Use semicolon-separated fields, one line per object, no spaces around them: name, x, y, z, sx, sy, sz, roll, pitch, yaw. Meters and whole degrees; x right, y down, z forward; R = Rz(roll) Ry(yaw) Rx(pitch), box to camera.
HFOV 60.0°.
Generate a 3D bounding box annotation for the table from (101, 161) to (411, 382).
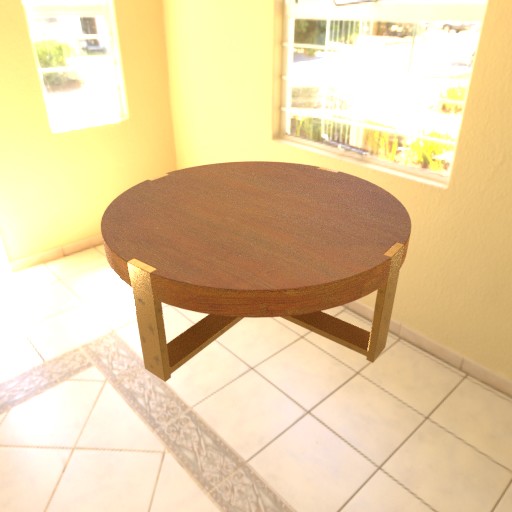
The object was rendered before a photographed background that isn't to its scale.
table;0.000;0.000;1.750;1.100;0.420;1.100;0;30;0
